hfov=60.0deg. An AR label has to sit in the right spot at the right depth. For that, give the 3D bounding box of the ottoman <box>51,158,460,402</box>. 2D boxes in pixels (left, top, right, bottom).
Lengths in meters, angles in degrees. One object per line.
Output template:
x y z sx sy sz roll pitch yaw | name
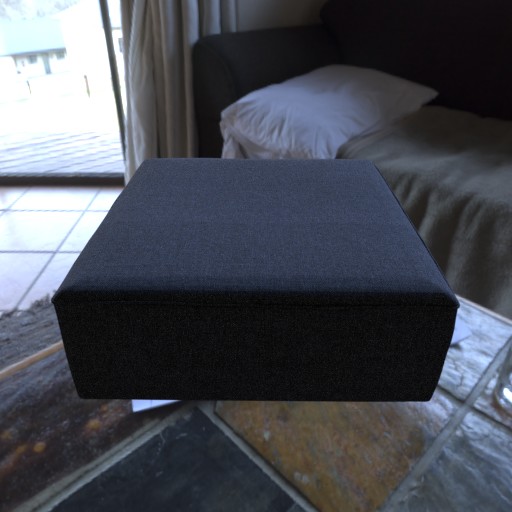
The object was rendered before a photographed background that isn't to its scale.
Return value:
0.000 0.000 1.575 1.023 0.423 1.017 1 32 1 | ottoman
